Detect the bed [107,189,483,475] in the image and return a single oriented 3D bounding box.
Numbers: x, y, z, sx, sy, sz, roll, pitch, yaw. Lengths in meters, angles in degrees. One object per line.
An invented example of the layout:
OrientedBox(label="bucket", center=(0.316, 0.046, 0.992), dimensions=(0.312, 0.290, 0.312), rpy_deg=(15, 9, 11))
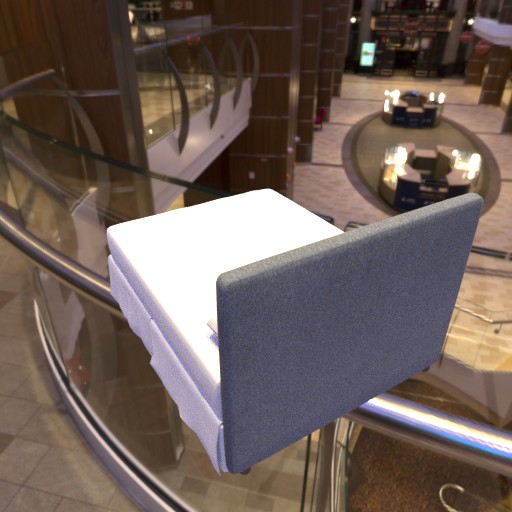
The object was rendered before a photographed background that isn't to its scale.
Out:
OrientedBox(label="bed", center=(0.000, 0.000, 3.172), dimensions=(1.723, 1.330, 2.142), rpy_deg=(-18, 35, -27))
